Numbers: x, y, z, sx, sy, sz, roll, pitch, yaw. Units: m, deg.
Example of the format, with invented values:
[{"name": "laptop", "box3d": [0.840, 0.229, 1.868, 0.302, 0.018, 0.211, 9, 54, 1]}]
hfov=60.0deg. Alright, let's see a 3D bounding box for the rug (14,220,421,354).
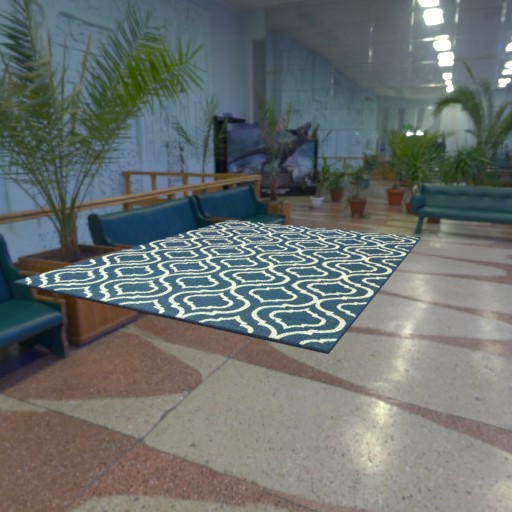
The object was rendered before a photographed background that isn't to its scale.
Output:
[{"name": "rug", "box3d": [0.000, 0.000, 3.778, 2.270, 0.020, 2.881, 7, 16, 27]}]
